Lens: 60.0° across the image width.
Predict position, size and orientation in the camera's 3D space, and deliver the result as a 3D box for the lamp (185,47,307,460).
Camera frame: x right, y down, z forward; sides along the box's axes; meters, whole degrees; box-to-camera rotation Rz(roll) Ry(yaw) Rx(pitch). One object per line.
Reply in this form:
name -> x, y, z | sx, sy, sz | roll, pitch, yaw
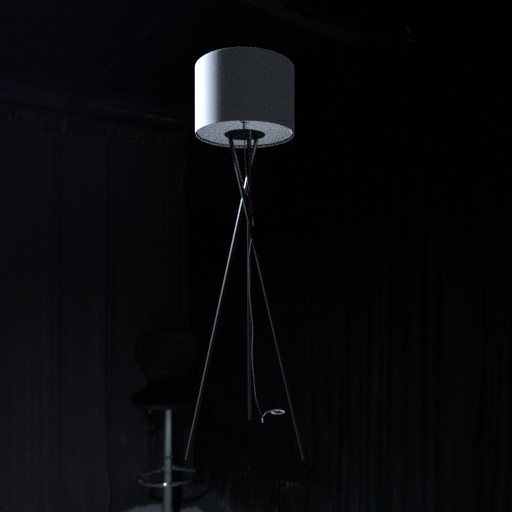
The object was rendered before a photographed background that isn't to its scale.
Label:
lamp -> 0.000, 0.000, 1.937 | 0.667, 1.624, 0.522 | 0, 0, -35
